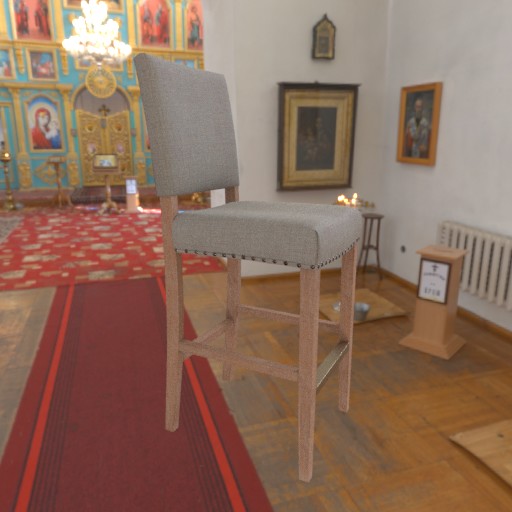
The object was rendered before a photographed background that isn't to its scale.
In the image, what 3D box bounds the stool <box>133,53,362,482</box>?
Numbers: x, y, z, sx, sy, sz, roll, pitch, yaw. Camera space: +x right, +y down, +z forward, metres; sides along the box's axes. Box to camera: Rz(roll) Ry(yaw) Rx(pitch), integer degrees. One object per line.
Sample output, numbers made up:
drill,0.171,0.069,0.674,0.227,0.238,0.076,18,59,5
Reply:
stool,0.000,0.000,1.451,0.585,1.203,0.445,7,15,26
